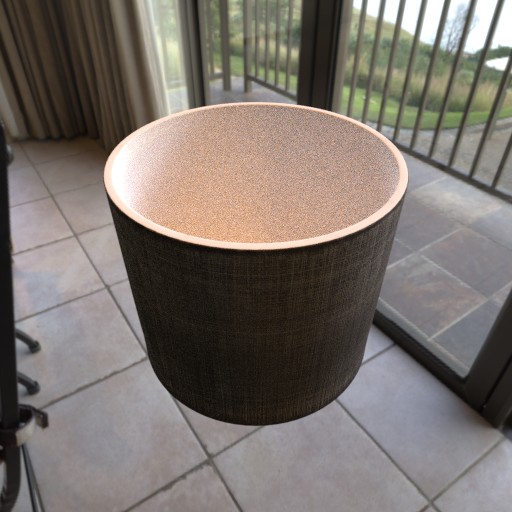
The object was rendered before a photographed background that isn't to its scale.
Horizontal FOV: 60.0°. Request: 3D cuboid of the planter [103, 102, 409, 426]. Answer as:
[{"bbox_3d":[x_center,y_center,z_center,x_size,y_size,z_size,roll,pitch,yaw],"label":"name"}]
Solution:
[{"bbox_3d":[0.000,0.000,0.451,0.254,0.221,0.254,0,40,0],"label":"planter"}]
